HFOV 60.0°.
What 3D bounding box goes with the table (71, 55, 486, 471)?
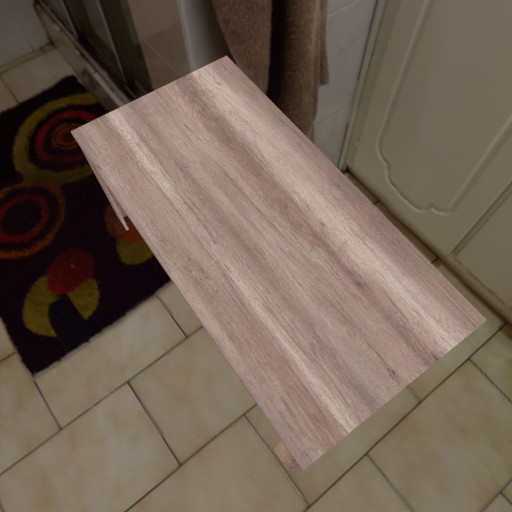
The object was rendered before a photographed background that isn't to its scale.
[{"bbox_3d":[0.000,0.000,2.270,0.900,0.790,1.800,-33,68,-15],"label":"table"}]
